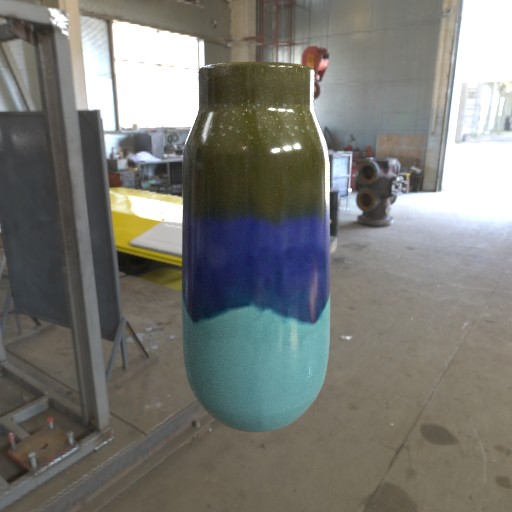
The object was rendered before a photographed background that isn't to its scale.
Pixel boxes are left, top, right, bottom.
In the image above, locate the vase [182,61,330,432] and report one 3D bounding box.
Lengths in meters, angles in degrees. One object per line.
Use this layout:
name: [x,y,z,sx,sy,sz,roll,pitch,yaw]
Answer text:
vase: [0.000,0.000,0.399,0.139,0.313,0.139,0,17,0]
